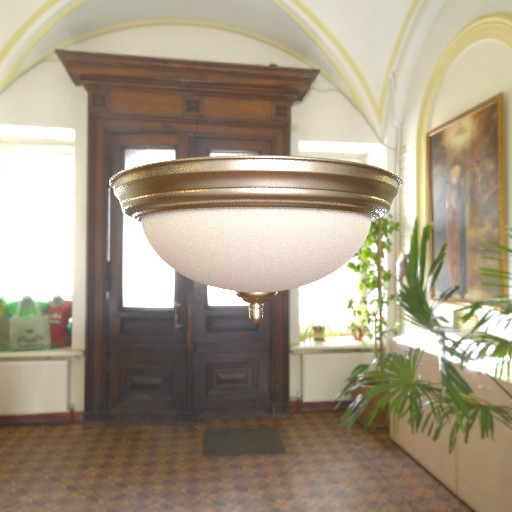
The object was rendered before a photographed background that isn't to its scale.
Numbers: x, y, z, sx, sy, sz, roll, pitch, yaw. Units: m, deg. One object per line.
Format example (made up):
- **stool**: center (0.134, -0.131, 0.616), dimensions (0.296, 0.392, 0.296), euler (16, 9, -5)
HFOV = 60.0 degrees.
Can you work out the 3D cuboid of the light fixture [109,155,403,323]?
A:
- **light fixture**: center (0.000, 0.000, 0.444), dimensions (0.280, 0.135, 0.280), euler (0, -1, 0)
